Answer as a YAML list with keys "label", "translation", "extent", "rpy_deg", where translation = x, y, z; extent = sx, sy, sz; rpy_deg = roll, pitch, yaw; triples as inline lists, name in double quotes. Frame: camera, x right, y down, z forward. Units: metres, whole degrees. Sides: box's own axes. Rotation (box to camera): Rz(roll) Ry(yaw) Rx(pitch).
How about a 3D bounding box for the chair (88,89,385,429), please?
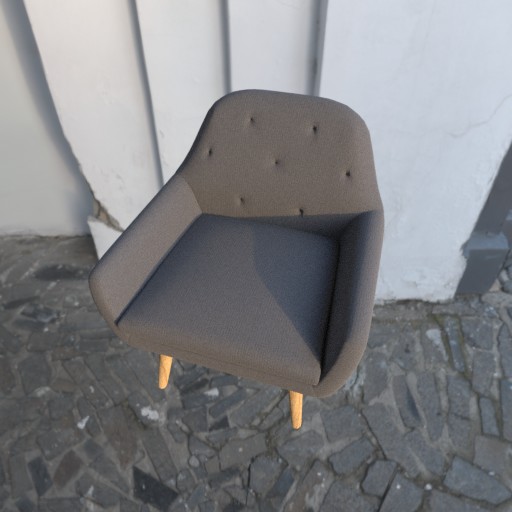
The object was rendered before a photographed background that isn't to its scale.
- label: "chair"
  translation: [0.000, 0.000, 1.452]
  extent: [0.770, 0.800, 0.779]
  rpy_deg: [12, 44, 13]
